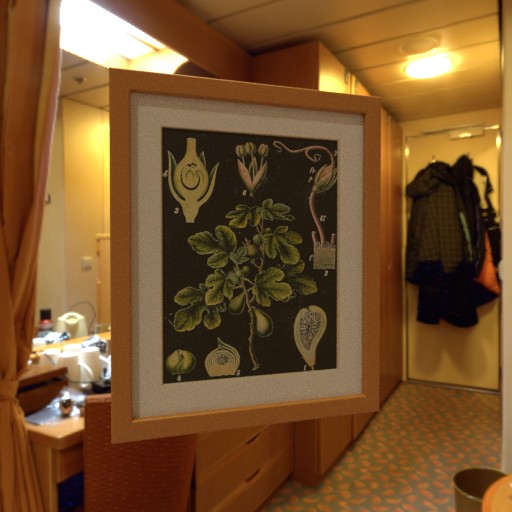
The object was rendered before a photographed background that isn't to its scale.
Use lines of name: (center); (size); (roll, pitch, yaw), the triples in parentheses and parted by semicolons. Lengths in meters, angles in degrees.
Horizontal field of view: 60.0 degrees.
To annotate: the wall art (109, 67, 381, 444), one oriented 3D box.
wall art: (0.000, 0.000, 0.496); (0.310, 0.379, 0.015); (0, 1, -17)
